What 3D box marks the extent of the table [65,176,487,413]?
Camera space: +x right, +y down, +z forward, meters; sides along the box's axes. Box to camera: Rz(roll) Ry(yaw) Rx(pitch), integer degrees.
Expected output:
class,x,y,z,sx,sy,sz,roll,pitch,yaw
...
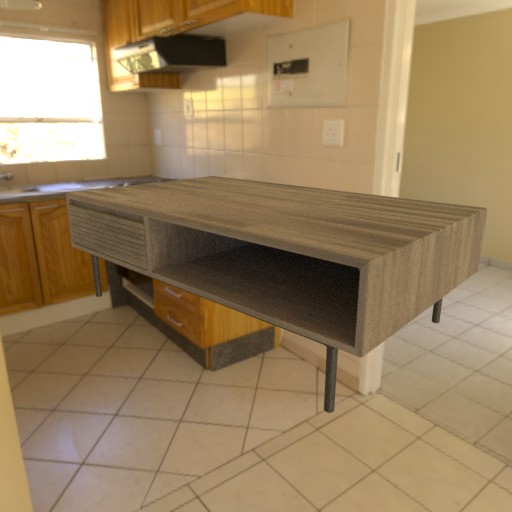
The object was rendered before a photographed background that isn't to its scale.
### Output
class,x,y,z,sx,sy,sz,roll,pitch,yaw
table,0.000,0.000,1.356,1.088,0.347,0.643,15,22,40
